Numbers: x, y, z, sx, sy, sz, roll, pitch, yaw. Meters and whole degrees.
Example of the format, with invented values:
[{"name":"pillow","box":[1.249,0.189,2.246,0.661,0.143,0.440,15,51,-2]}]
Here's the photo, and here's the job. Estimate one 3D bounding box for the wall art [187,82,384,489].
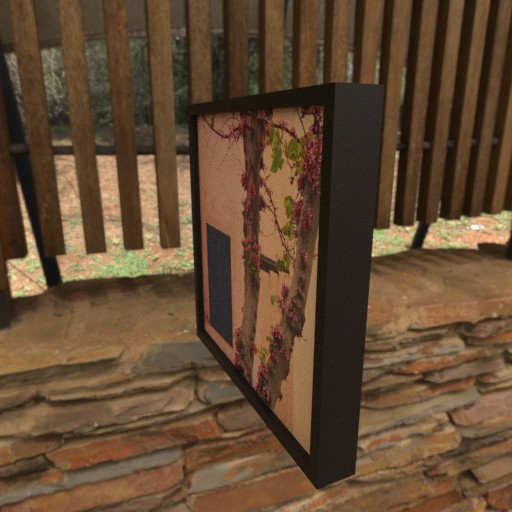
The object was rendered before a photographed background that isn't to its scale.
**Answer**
[{"name":"wall art","box":[0.000,0.000,0.451,0.038,0.304,0.305,-7,18,-24]}]
